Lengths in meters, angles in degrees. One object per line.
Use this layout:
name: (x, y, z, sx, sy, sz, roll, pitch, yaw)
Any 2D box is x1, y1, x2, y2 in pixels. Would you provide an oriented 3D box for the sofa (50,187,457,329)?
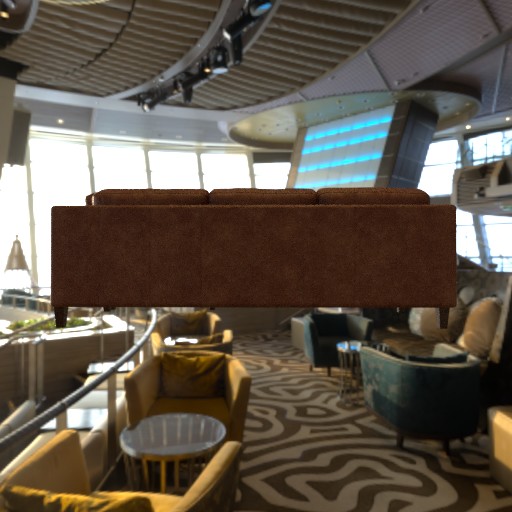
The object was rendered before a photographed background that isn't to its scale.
sofa: (0.000, 0.000, 4.310, 2.452, 0.888, 3.324, 0, 0, 1)
